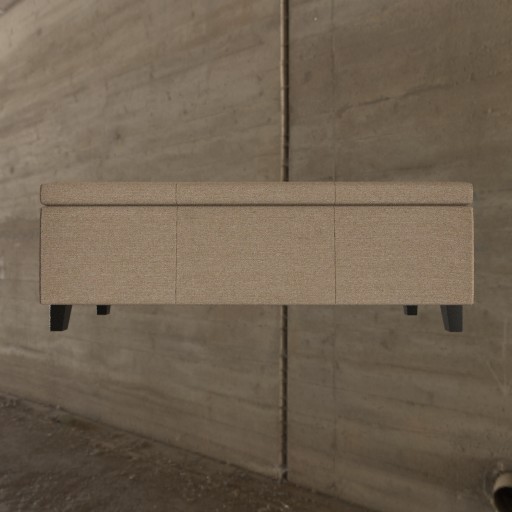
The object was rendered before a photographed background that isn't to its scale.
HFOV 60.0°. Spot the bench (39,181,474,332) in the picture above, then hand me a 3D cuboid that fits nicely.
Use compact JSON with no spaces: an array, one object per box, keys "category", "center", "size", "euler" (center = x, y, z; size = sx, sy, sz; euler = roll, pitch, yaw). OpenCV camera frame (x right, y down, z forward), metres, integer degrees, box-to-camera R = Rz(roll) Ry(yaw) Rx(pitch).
[{"category":"bench","center":[0.000,0.000,1.479],"size":[1.269,0.438,0.446],"euler":[0,0,1]}]
